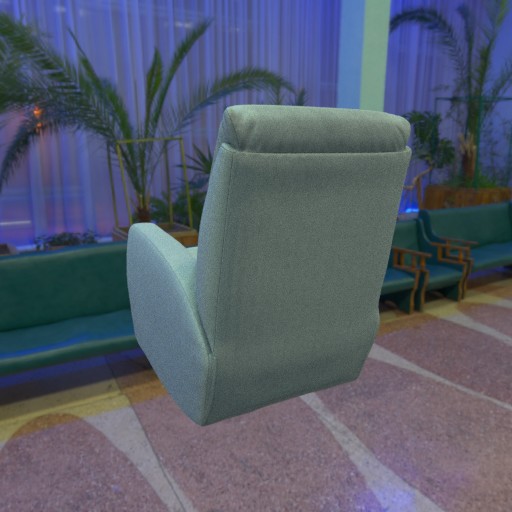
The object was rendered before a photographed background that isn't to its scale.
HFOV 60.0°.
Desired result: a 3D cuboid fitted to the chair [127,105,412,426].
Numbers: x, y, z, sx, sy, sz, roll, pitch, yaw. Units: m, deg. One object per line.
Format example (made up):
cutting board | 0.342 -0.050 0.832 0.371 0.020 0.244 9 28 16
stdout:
chair | 0.000 0.000 1.671 0.812 1.013 0.940 -7 16 -27
